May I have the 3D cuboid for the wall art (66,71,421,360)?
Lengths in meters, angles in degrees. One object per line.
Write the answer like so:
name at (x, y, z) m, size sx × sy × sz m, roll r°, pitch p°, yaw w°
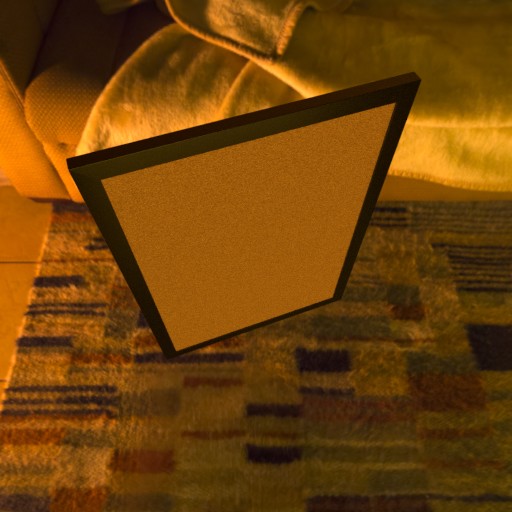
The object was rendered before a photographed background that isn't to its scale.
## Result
wall art at (0.000, 0.000, 0.545) m, size 0.304 × 0.432 × 0.013 m, roll -17°, pitch 60°, yaw -11°
